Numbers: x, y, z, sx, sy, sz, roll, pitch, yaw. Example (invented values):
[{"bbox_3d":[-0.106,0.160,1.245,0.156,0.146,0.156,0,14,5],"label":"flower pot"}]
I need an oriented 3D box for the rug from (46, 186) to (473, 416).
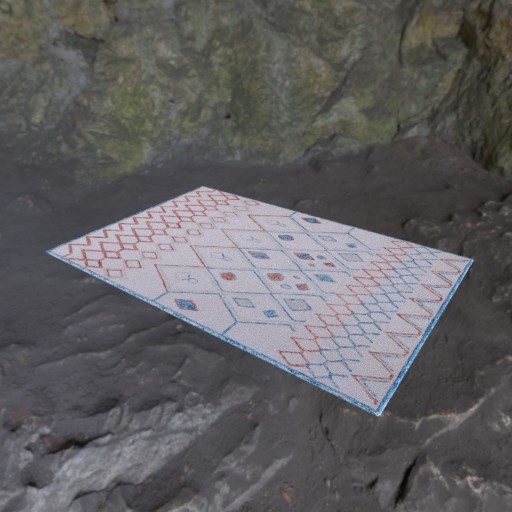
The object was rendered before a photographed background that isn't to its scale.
[{"bbox_3d":[0.000,0.000,2.275,1.829,0.016,1.219,19,34,31],"label":"rug"}]
